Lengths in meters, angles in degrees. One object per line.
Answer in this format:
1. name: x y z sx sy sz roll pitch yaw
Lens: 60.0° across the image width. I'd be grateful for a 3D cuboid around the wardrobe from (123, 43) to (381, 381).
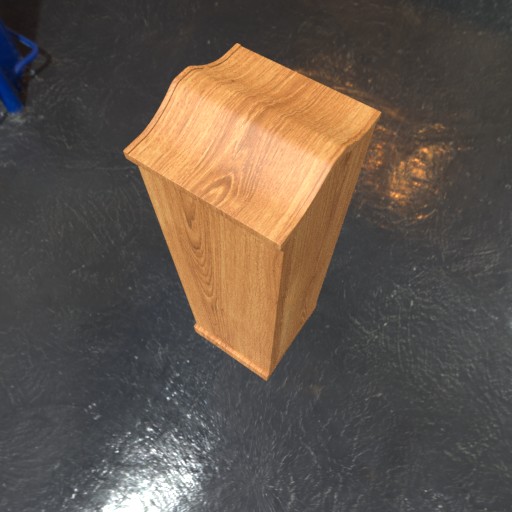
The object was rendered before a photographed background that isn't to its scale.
1. wardrobe: 0.000 0.000 2.137 0.570 1.870 0.590 32 67 15
